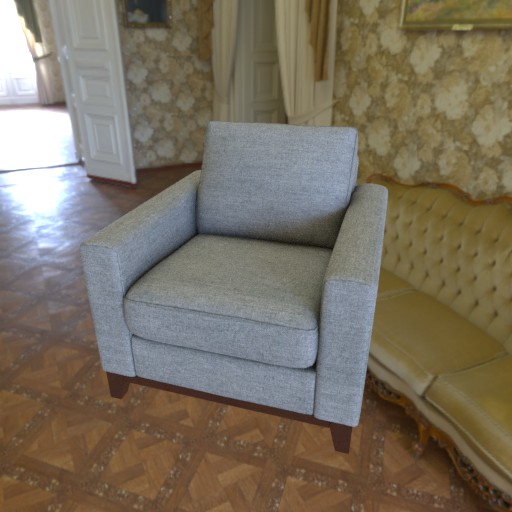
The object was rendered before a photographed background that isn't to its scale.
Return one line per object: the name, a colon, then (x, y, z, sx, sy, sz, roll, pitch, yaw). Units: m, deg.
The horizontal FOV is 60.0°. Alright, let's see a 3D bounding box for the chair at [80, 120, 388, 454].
chair: (0.000, 0.000, 1.906, 1.024, 1.010, 1.038, 8, 27, 15)
